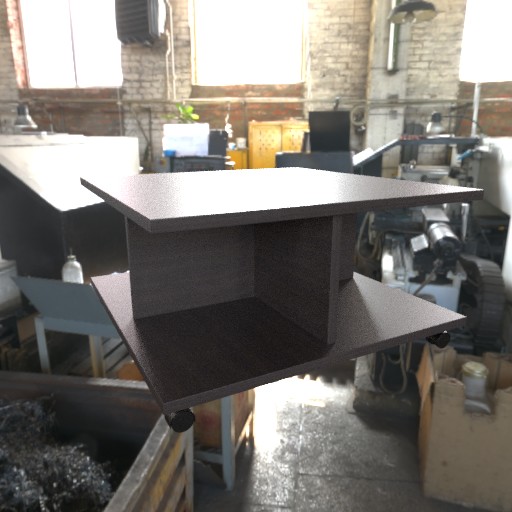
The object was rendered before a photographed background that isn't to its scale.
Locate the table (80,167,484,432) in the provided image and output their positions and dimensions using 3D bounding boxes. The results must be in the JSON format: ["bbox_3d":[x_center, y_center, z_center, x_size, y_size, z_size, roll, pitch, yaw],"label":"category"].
[{"bbox_3d":[0.000,0.000,1.202,0.762,0.396,0.762,-8,17,-27],"label":"table"}]
